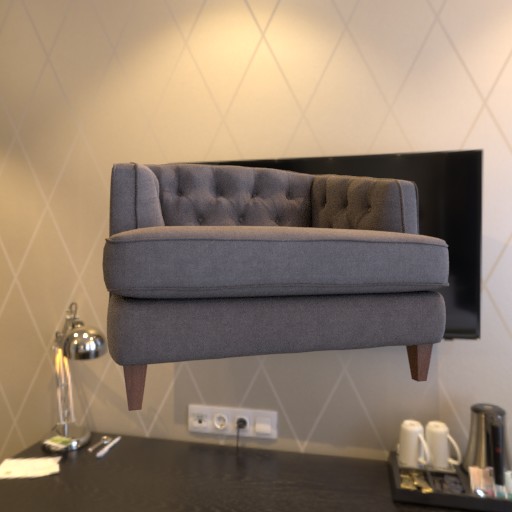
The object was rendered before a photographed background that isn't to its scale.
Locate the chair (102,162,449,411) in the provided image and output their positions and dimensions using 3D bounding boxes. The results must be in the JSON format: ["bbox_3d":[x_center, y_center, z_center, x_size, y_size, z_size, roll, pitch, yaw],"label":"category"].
[{"bbox_3d":[0.000,0.000,1.716,1.104,0.852,0.941,0,0,-18],"label":"chair"}]
